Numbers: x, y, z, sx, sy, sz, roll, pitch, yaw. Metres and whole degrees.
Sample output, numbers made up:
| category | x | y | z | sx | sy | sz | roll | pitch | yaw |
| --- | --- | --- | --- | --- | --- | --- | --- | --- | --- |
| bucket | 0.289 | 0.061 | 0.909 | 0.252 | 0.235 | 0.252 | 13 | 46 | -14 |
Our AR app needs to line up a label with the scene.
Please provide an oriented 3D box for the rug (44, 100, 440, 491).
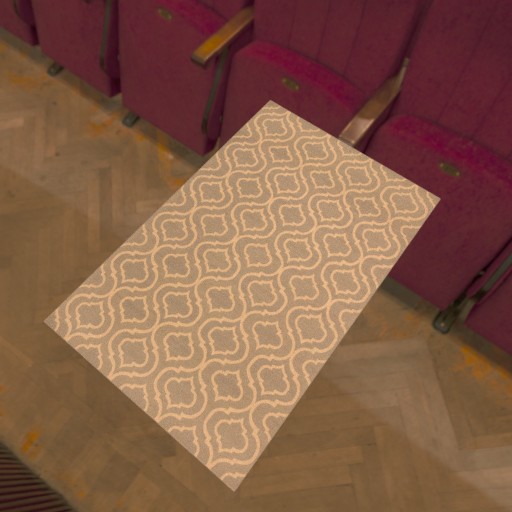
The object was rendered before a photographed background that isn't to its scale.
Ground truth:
| category | x | y | z | sx | sy | sz | roll | pitch | yaw |
| --- | --- | --- | --- | --- | --- | --- | --- | --- | --- |
| rug | 0.000 | 0.000 | 2.213 | 1.141 | 0.015 | 1.749 | 35 | 69 | 16 |
